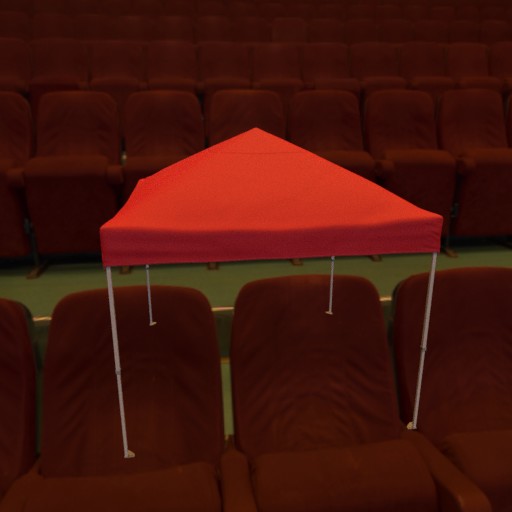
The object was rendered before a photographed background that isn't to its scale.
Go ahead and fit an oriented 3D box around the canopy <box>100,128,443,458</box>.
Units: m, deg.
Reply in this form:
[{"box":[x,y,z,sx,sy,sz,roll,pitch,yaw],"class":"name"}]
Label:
[{"box":[0.000,0.000,5.386,2.996,2.997,2.998,-2,17,-8],"class":"canopy"}]
